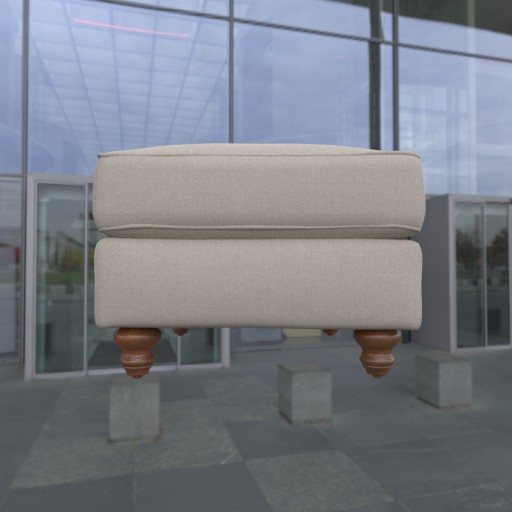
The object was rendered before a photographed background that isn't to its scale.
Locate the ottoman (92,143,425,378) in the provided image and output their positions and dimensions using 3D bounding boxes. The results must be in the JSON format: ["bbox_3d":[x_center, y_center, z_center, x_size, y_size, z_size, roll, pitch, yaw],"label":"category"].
[{"bbox_3d":[0.000,0.000,1.173,0.662,0.505,0.716,0,-1,-1],"label":"ottoman"}]
